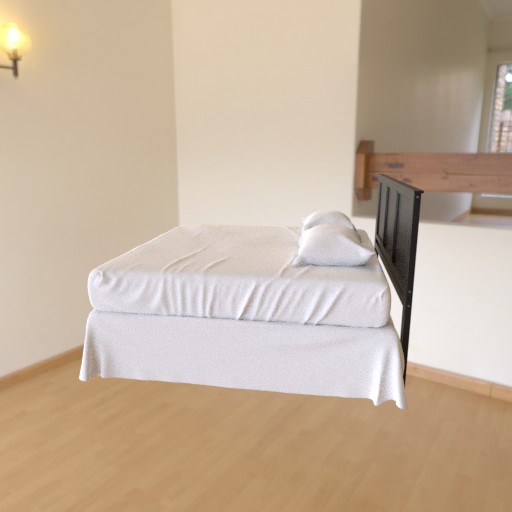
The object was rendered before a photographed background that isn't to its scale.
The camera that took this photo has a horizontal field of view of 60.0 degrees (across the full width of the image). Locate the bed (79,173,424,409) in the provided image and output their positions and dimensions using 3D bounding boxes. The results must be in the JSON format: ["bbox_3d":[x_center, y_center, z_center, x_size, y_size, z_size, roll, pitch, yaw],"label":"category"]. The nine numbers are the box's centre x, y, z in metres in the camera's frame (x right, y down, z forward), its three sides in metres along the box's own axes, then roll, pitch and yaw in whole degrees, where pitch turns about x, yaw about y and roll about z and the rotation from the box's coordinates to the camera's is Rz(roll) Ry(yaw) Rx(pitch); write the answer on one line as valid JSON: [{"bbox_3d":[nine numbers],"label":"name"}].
[{"bbox_3d":[0.000,0.000,3.692,2.219,1.271,2.315,2,13,9],"label":"bed"}]
